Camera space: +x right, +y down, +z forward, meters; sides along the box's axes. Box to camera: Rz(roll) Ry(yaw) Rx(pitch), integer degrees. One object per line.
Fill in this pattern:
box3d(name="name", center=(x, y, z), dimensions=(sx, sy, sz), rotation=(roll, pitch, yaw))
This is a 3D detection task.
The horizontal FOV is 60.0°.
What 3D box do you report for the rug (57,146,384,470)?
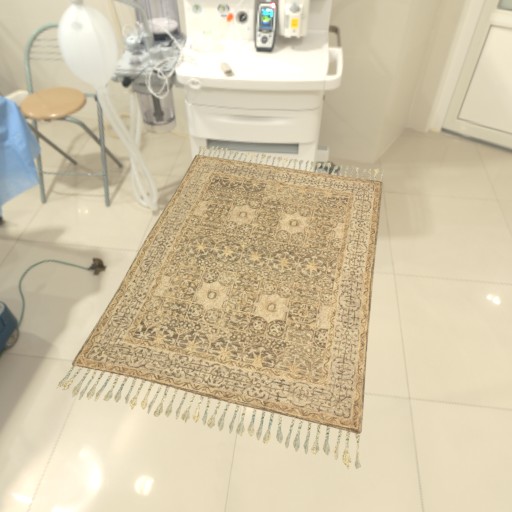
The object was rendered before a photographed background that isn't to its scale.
box3d(name="rug", center=(0.000, 0.000, 3.025), dimensions=(1.619, 0.023, 2.465), rotation=(10, 48, 9))
